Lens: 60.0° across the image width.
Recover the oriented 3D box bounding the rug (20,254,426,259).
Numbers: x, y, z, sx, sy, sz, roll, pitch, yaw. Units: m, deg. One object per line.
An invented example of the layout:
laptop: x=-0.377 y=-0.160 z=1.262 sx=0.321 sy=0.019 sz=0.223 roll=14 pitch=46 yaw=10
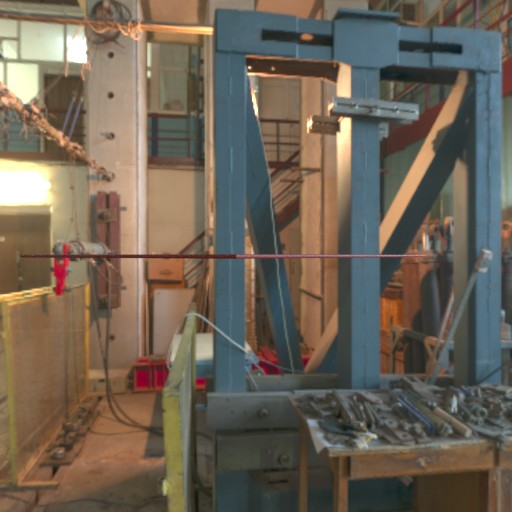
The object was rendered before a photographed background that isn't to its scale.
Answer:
rug: x=0.000 y=0.000 z=2.275 sx=1.194 sy=0.013 sz=1.802 roll=0 pitch=0 yaw=37
